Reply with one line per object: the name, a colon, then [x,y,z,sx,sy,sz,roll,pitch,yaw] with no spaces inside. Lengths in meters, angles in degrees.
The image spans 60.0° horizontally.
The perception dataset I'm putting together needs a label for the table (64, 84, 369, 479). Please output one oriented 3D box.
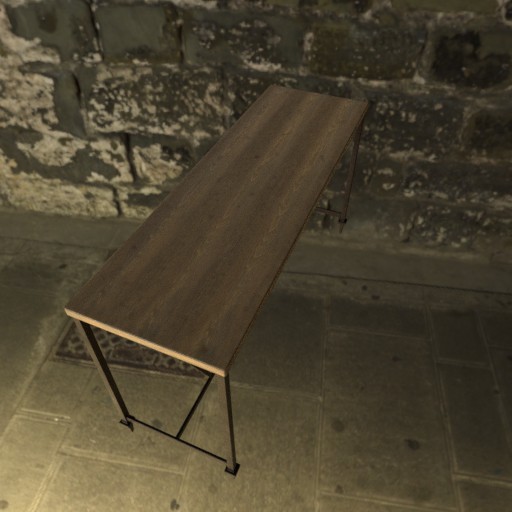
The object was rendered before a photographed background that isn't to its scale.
table: [0.000,0.000,2.136,0.551,0.902,1.700,17,48,16]
